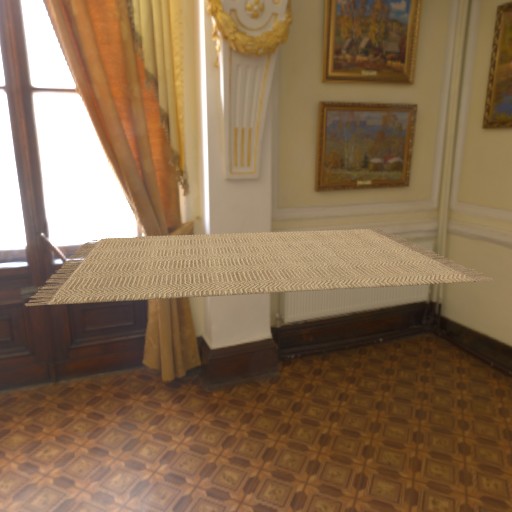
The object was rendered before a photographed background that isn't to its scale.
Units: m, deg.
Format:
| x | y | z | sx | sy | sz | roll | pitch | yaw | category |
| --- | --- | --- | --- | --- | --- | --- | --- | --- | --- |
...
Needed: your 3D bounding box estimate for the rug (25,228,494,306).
| x | y | z | sx | sy | sz | roll | pitch | yaw | category |
| --- | --- | --- | --- | --- | --- | --- | --- | --- | --- |
| 0.000 | 0.000 | 3.045 | 2.523 | 0.034 | 1.528 | -2 | 15 | -9 | rug |
